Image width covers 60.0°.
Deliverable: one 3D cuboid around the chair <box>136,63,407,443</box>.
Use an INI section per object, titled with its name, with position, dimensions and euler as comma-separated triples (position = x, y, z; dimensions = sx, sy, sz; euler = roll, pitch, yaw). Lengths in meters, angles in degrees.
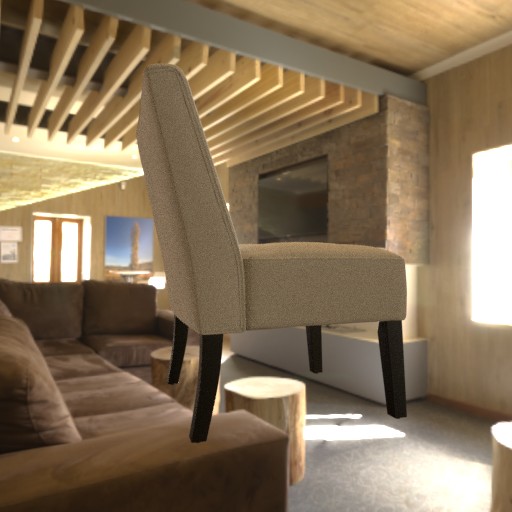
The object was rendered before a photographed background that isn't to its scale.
[chair]
position = 0.000, 0.000, 1.314
dimensions = 0.676, 0.853, 0.569
euler = 0, -1, -17
